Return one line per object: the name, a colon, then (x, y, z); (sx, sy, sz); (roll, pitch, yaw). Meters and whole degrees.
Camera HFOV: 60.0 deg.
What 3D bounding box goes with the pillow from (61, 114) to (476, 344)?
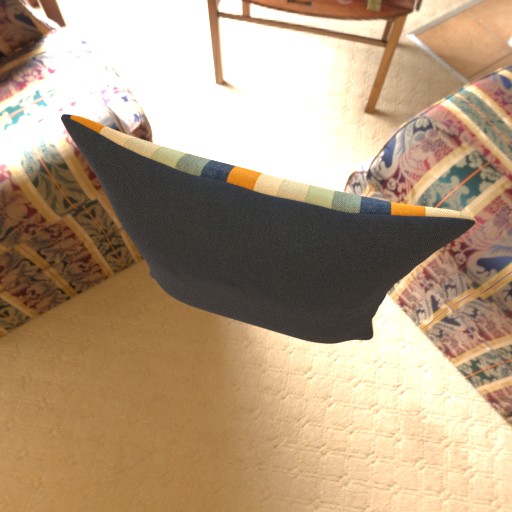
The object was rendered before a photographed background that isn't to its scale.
pillow: (0.000, 0.000, 0.676); (0.463, 0.454, 0.173); (15, 65, 7)
